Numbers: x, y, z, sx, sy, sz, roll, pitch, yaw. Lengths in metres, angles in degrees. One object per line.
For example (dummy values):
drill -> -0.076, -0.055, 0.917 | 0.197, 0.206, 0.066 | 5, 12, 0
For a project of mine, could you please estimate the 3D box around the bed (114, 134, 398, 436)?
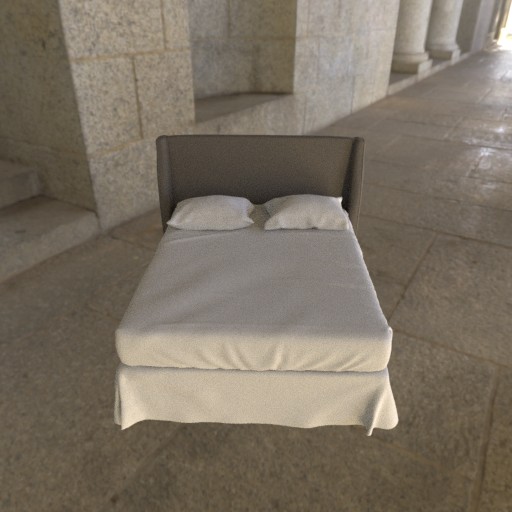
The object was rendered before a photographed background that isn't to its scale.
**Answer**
bed -> 0.000, 0.000, 3.454 | 1.925, 1.332, 2.276 | 1, 29, 2
